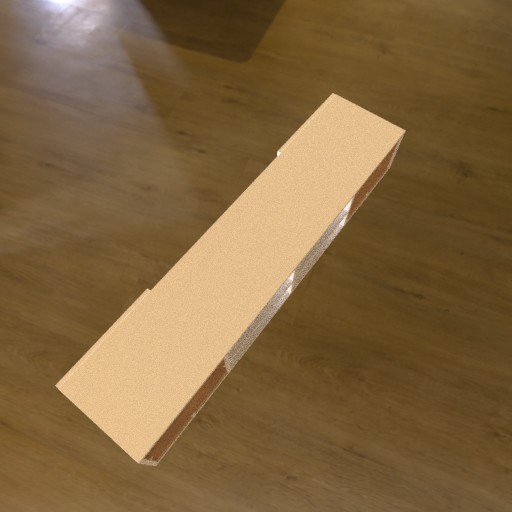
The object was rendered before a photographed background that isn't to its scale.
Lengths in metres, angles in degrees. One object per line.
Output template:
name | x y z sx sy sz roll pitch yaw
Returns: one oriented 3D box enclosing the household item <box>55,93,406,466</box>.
household item | 0.000 0.000 2.020 0.420 0.310 1.850 34 68 16
